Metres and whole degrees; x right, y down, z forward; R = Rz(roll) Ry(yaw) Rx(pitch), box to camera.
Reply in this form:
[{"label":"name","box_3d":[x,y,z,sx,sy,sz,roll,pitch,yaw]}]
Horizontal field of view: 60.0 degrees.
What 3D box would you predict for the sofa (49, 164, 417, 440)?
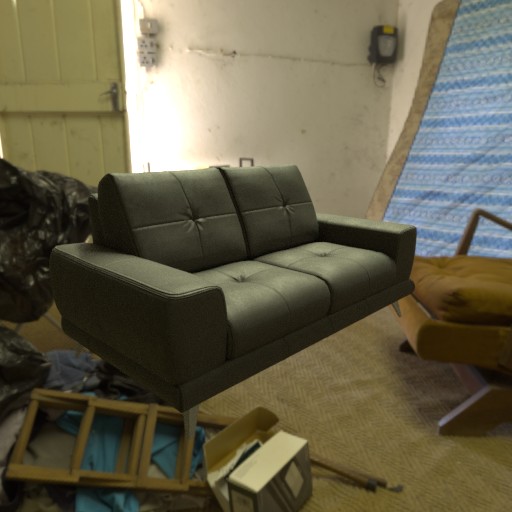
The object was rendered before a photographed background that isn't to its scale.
[{"label":"sofa","box_3d":[0.000,0.000,2.358,1.018,0.907,1.806,13,20,42]}]
